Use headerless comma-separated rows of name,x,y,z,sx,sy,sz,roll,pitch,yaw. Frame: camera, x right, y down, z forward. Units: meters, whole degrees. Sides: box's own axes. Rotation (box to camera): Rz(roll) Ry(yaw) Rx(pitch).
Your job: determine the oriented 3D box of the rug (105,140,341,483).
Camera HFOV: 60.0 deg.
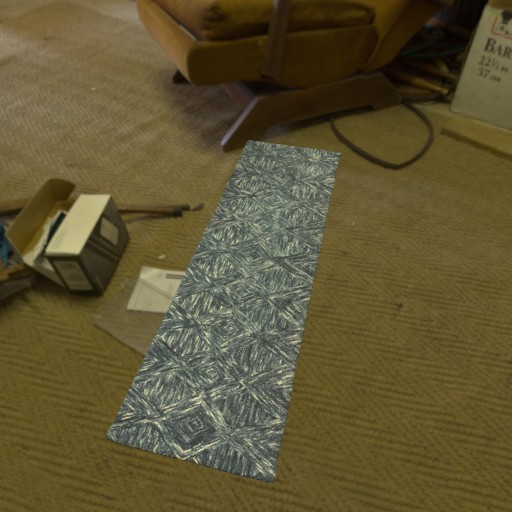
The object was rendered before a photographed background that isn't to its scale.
rug,0.000,0.000,2.524,0.719,0.013,2.306,10,48,9
